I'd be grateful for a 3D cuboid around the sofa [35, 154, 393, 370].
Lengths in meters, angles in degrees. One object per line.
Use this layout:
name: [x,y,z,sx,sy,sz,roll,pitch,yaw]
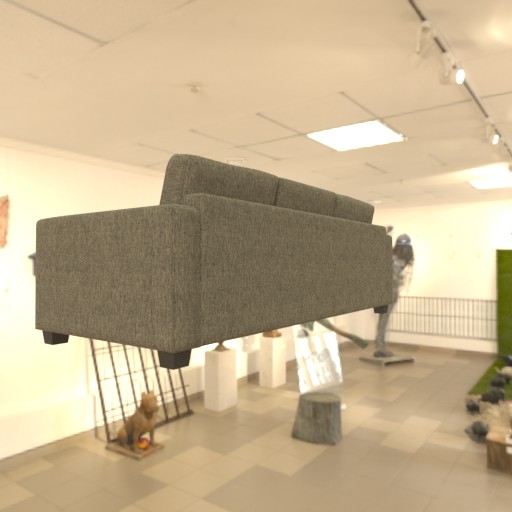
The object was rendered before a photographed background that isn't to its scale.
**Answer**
sofa: [0.000,0.000,2.584,0.900,0.800,2.160,-1,-1,36]
